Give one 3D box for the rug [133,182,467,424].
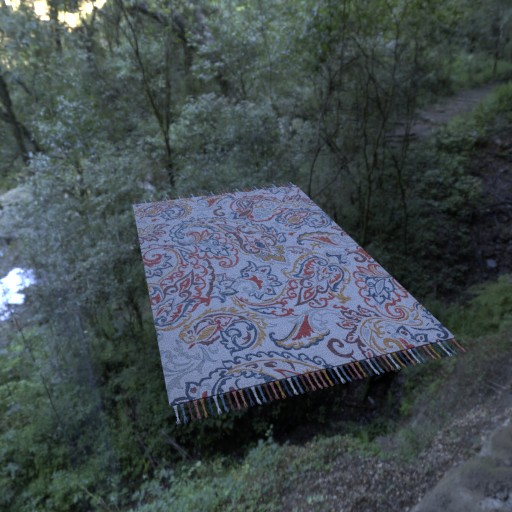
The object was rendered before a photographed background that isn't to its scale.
[{"bbox_3d":[0.000,0.000,2.489,1.218,0.010,1.997,-9,32,-15],"label":"rug"}]
